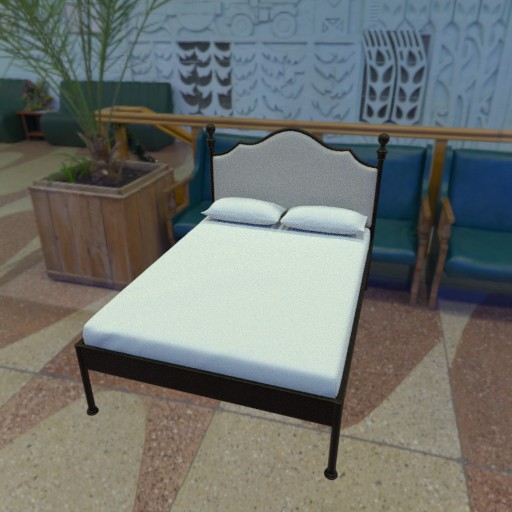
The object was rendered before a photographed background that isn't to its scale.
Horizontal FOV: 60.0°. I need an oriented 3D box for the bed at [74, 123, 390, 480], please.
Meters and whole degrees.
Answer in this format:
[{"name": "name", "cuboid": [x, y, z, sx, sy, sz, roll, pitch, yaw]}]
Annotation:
[{"name": "bed", "cuboid": [0.000, 0.000, 3.271, 1.642, 1.499, 2.224, 8, 27, 16]}]
